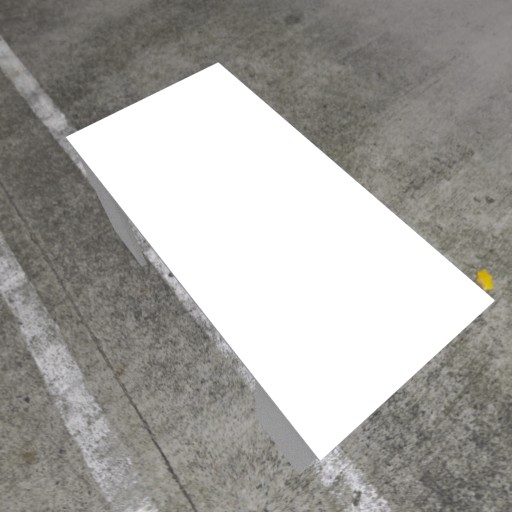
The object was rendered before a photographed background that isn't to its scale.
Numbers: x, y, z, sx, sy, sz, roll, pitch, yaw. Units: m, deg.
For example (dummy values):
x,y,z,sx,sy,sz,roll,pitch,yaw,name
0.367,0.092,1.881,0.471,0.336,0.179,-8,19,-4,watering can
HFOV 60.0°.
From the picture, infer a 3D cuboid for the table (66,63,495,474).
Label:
x,y,z,sx,sy,sz,roll,pitch,yaw,name
0.000,0.000,1.247,0.500,0.440,1.000,-34,65,-18,table
